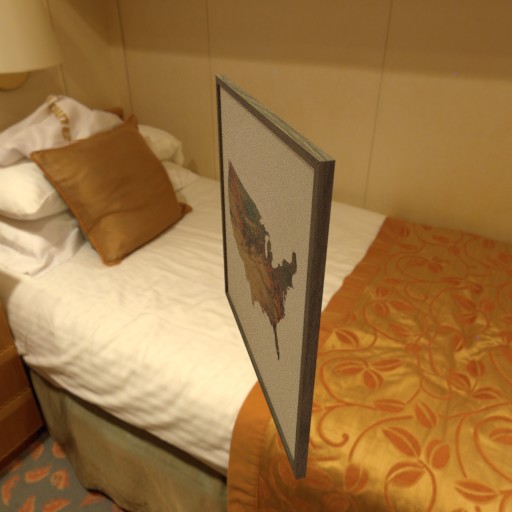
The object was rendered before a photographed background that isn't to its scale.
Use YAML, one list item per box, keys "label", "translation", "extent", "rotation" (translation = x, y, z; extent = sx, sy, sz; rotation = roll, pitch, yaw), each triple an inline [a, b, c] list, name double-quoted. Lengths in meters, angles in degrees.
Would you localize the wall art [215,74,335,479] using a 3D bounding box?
- label: "wall art"
  translation: [0.000, 0.000, 0.762]
  extent: [0.016, 0.507, 0.508]
  rotation: [-8, 32, -13]
